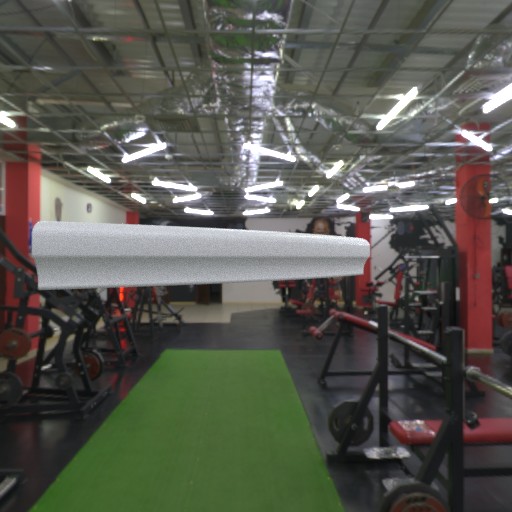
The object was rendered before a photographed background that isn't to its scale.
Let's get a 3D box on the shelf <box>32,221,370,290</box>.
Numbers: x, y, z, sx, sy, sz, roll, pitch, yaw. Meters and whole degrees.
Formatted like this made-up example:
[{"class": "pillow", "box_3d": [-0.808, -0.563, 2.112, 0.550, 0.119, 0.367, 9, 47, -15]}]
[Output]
[{"class": "shelf", "box_3d": [0.000, 0.000, 0.463, 0.310, 0.050, 0.310, 0, 0, 1]}]
